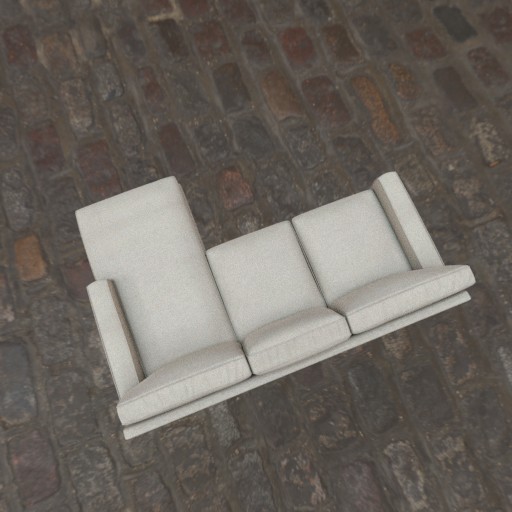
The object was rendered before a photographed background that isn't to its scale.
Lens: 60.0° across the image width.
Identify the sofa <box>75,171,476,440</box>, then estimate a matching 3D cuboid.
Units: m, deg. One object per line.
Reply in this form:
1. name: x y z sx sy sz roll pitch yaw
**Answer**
1. sofa: 0.000 0.000 2.851 2.087 0.861 1.496 -21 77 -5
